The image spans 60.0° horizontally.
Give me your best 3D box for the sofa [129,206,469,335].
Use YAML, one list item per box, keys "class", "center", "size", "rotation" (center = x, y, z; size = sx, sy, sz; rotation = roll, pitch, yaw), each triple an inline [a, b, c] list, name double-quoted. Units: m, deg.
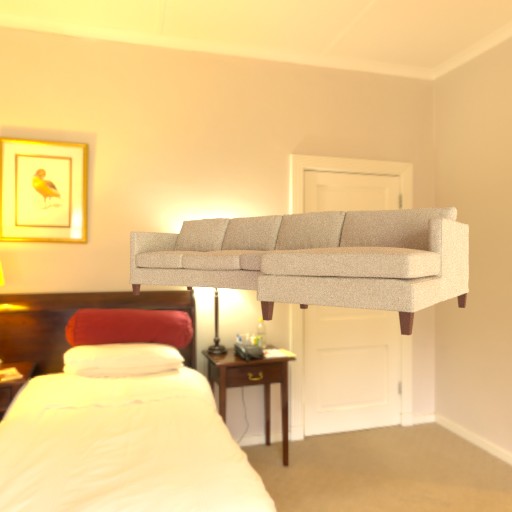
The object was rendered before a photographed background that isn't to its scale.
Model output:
- class: "sofa"
  center: [0.000, 0.000, 3.919]
  size: [3.186, 0.846, 1.625]
  rotation: [0, 0, 35]
